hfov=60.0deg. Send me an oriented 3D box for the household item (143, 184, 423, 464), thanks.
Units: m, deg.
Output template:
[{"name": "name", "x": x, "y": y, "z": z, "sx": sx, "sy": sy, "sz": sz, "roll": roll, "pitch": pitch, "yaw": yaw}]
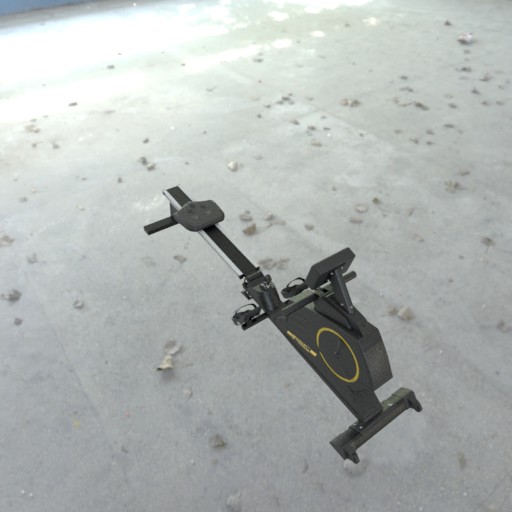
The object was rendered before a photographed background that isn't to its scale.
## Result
[{"name": "household item", "x": 0.000, "y": 0.000, "z": 2.607, "sx": 0.521, "sy": 0.810, "sz": 2.251, "roll": -25, "pitch": 47, "yaw": -26}]
